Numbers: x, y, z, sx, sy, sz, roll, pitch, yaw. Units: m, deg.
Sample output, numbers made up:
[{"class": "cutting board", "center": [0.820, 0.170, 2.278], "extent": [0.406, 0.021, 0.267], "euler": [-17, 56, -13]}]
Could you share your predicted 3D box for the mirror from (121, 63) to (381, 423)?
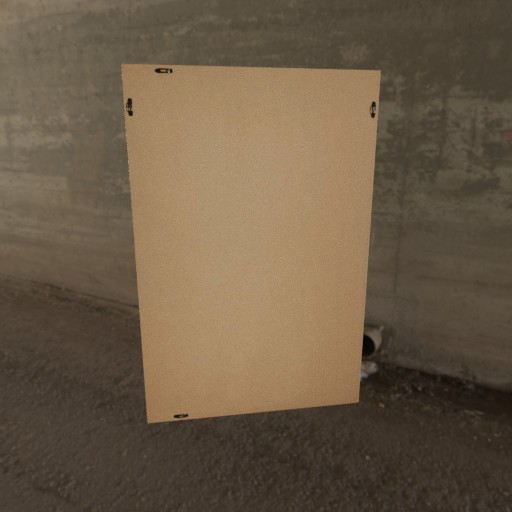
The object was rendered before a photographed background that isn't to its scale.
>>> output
[{"class": "mirror", "center": [0.000, 0.000, 1.160], "extent": [0.609, 0.915, 0.041], "euler": [-2, 15, -9]}]
